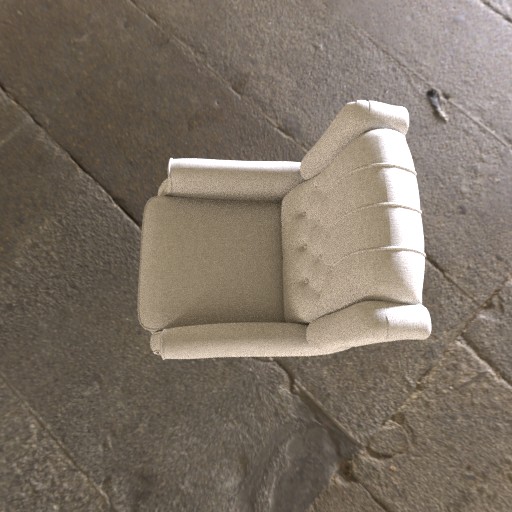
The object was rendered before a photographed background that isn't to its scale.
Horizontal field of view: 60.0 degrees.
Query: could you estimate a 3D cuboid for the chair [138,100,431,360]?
[{"bbox_3d":[0.000,0.000,1.635,0.902,1.035,0.742,0,75,0],"label":"chair"}]
